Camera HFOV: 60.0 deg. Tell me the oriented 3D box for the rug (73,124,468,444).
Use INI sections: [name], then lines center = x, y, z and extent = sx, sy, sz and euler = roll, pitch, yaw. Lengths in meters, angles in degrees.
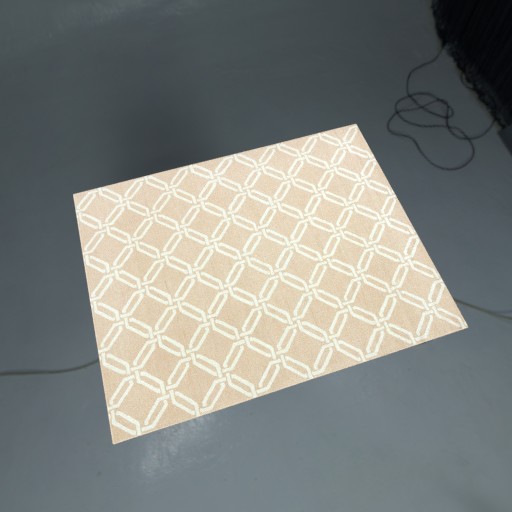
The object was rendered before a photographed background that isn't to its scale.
[rug]
center = 0.000, 0.000, 3.893
extent = 2.895, 0.018, 2.288
euler = -16, 64, -8
